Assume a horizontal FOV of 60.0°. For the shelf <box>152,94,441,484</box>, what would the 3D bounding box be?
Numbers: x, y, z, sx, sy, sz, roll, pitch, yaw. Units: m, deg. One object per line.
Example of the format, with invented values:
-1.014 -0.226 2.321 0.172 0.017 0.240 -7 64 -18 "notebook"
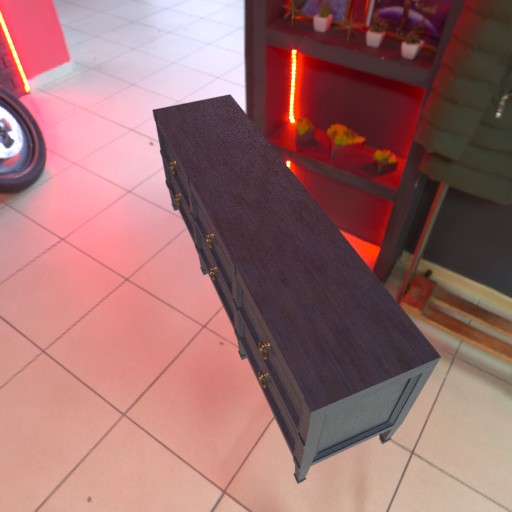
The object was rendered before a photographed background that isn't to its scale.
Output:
0.000 0.000 2.184 0.471 0.715 1.878 -17 49 -16 "shelf"
